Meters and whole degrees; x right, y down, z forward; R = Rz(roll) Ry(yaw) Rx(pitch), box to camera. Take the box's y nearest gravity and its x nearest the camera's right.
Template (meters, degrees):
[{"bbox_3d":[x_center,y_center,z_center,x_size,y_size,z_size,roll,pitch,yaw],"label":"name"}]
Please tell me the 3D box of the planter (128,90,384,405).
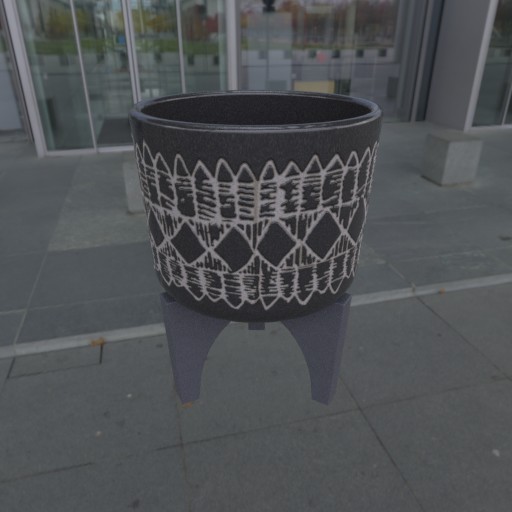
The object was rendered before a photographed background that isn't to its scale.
[{"bbox_3d":[0.000,0.000,0.270,0.129,0.177,0.129,0,27,0],"label":"planter"}]
